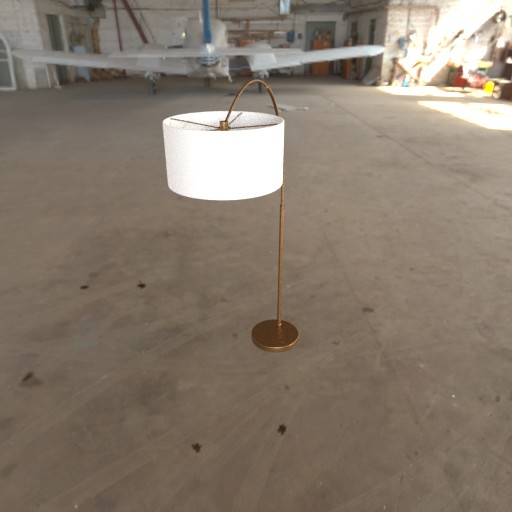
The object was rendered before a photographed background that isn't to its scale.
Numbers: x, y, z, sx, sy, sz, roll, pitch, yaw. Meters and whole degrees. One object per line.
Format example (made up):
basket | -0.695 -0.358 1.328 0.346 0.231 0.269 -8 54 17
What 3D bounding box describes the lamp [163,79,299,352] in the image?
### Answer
lamp | 0.000 0.000 2.589 0.493 1.927 1.434 7 27 15
